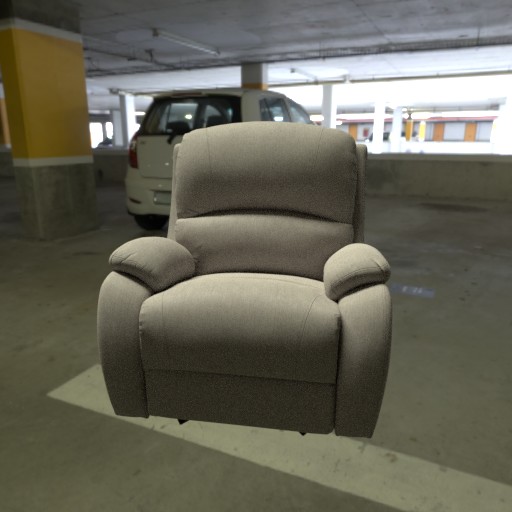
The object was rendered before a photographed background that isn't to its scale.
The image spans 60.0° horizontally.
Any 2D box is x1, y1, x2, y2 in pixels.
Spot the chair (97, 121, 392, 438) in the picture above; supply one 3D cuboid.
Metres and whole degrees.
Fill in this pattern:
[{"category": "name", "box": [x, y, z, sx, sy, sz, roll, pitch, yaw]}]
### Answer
[{"category": "chair", "box": [0.000, 0.000, 1.704, 0.930, 1.011, 0.899, 2, 15, 8]}]
